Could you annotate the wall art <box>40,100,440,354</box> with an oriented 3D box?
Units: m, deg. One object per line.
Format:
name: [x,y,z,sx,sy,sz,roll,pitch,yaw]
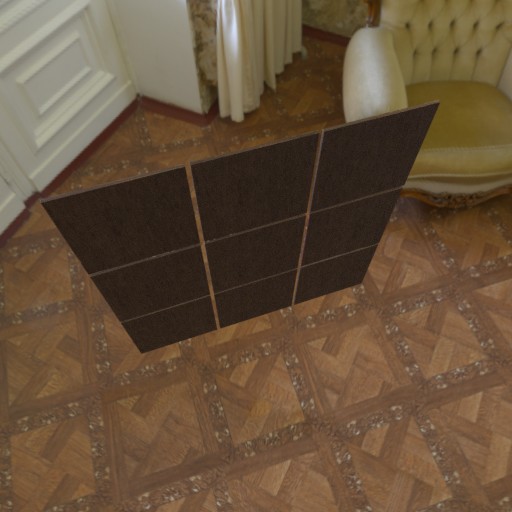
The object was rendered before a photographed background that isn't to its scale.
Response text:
wall art: [0.000,0.000,2.264,1.527,1.525,0.014,-16,60,-10]
